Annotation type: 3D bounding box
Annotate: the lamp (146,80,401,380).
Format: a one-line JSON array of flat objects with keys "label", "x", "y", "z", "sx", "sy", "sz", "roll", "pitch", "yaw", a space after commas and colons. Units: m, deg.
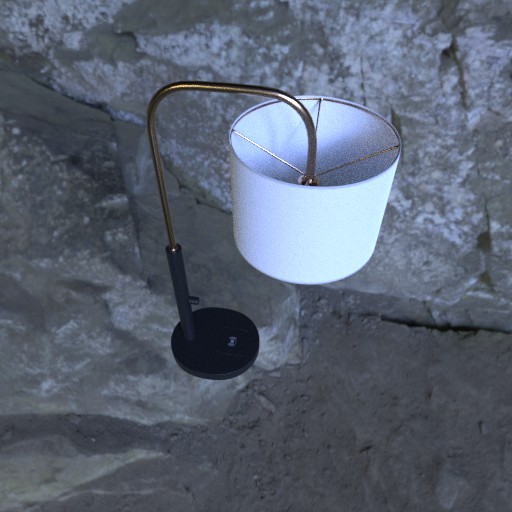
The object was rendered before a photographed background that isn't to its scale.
[{"label": "lamp", "x": 0.000, "y": 0.000, "z": 0.682, "sx": 0.337, "sy": 0.540, "sz": 0.199, "roll": 7, "pitch": 46, "yaw": 7}]
